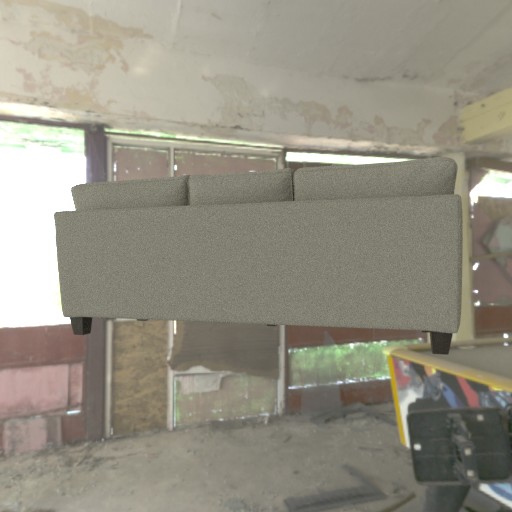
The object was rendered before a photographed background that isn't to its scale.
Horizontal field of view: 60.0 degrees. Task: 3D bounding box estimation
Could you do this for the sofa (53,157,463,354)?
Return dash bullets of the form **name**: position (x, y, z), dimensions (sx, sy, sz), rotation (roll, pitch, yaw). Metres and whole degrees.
- **sofa**: position (0.000, 0.000, 2.850), dimensions (2.323, 0.997, 1.016), rotation (0, -1, 17)
